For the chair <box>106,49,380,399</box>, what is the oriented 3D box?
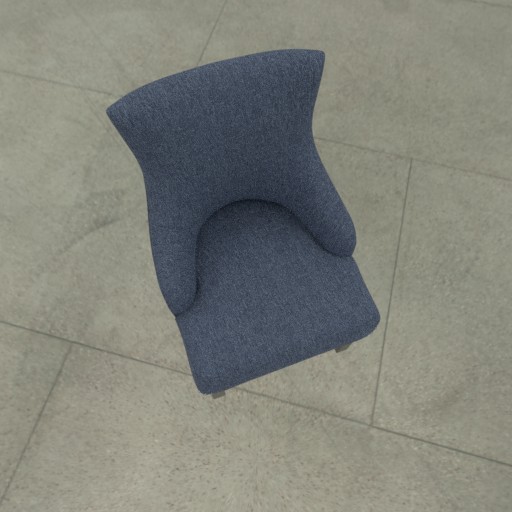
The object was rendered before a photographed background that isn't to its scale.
[{"bbox_3d":[0.000,0.000,1.291,0.566,0.909,0.629,-18,66,-8],"label":"chair"}]
